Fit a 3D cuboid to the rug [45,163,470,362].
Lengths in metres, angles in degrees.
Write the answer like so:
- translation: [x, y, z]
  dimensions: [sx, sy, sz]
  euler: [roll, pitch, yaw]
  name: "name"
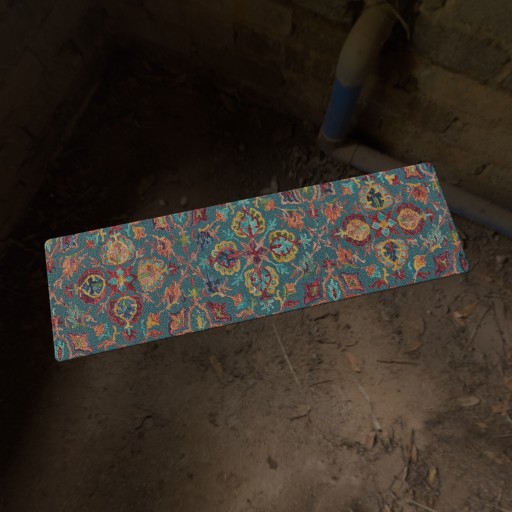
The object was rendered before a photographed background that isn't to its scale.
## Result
- translation: [0.000, 0.000, 2.470]
  dimensions: [2.286, 0.013, 0.686]
  euler: [-12, 75, -3]
  name: "rug"
